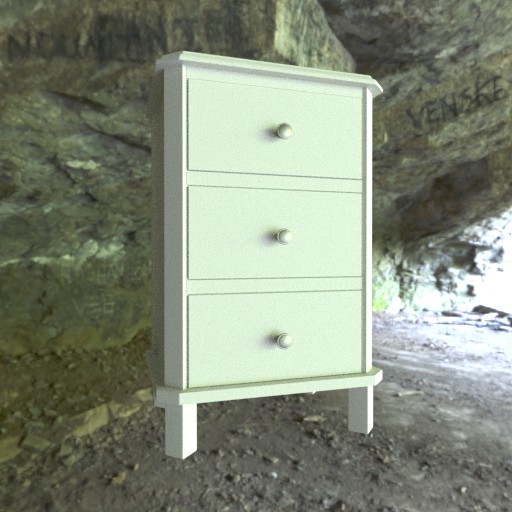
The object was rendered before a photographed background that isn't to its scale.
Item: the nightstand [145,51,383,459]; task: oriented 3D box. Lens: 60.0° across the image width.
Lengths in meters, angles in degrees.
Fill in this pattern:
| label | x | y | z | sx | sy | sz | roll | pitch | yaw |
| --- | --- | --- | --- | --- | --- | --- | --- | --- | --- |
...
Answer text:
| label | x | y | z | sx | sy | sz | roll | pitch | yaw |
| --- | --- | --- | --- | --- | --- | --- | --- | --- | --- |
| nightstand | 0.000 | 0.000 | 0.937 | 0.435 | 0.681 | 0.351 | 0 | 0 | -17 |
